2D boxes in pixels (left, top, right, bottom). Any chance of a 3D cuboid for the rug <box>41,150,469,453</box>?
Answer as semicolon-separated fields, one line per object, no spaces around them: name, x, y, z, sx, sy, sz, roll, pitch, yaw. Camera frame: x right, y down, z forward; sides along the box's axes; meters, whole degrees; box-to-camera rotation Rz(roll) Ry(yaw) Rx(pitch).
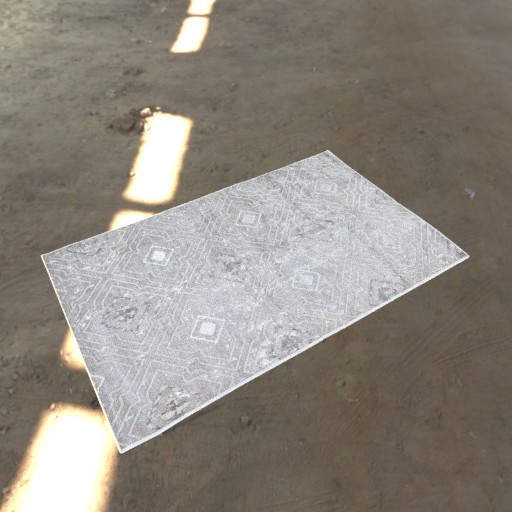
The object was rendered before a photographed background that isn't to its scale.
rug;0.000;0.000;2.974;2.447;0.036;1.537;-24;50;-22
